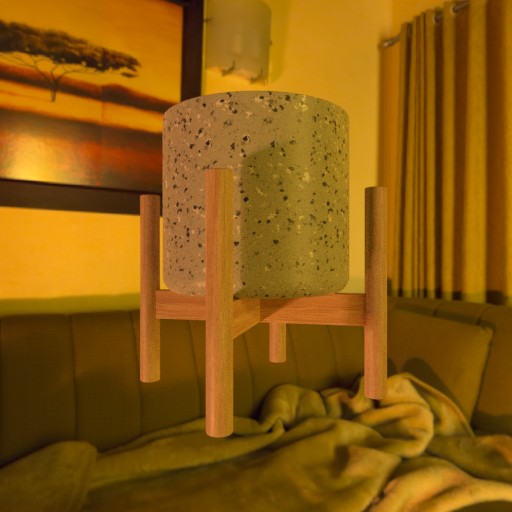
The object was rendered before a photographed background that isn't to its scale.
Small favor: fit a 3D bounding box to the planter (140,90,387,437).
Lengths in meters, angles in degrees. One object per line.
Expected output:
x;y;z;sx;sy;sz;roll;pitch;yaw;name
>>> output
0.000;0.000;0.539;0.284;0.320;0.284;0;0;36;planter
